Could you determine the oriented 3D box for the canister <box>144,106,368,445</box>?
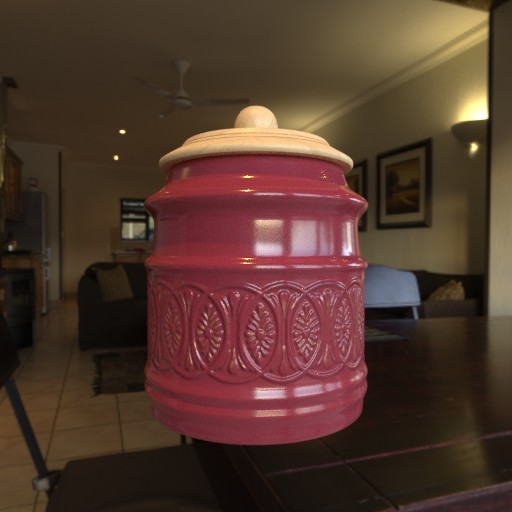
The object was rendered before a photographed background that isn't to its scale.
[{"bbox_3d":[0.000,0.000,0.264,0.130,0.176,0.130,0,1,0],"label":"canister"}]
